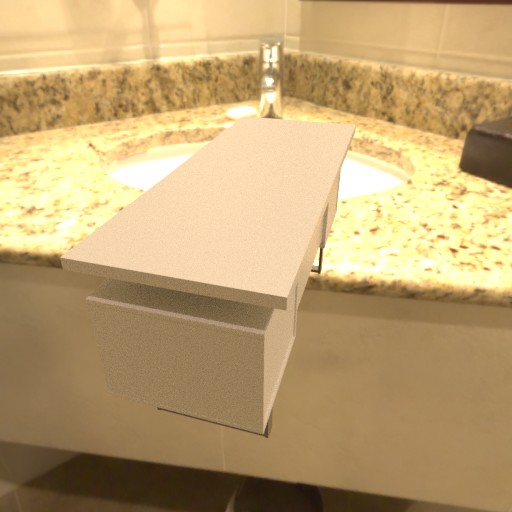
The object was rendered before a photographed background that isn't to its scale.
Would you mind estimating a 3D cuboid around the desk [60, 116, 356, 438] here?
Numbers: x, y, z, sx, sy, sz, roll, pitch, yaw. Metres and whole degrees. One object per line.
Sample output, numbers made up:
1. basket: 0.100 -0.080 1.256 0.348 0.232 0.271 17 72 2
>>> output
1. desk: 0.000 0.000 1.897 0.603 0.773 1.530 9 32 14
